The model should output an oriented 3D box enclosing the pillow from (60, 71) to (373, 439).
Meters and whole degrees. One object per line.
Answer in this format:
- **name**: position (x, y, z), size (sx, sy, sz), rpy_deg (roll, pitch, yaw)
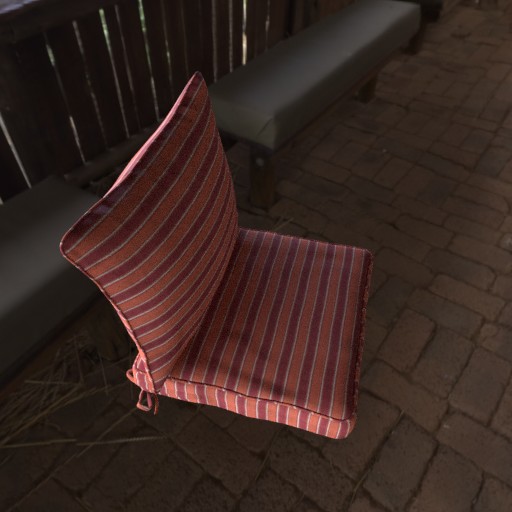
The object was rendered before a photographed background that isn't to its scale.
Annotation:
- **pillow**: position (0.000, 0.000, 1.309), size (0.733, 0.723, 0.799), rpy_deg (11, 47, 10)
